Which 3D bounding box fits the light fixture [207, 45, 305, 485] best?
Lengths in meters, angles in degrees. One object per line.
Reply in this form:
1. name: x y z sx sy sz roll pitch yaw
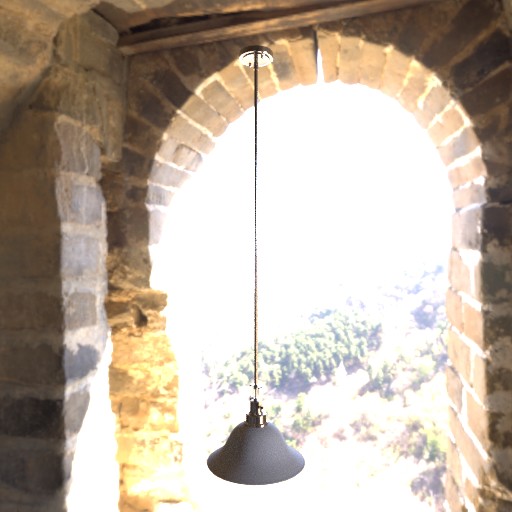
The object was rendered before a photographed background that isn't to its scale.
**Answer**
1. light fixture: 0.000 0.000 1.472 0.324 1.354 0.324 0 -1 -34
